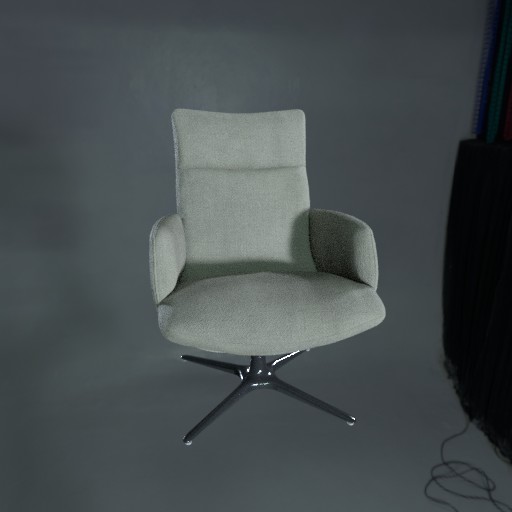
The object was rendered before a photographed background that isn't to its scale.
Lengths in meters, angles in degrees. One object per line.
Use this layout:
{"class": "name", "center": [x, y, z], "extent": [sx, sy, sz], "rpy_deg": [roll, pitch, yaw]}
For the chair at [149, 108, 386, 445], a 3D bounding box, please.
{"class": "chair", "center": [0.000, 0.000, 1.573], "extent": [0.711, 1.016, 0.889], "rpy_deg": [-3, 17, -10]}
